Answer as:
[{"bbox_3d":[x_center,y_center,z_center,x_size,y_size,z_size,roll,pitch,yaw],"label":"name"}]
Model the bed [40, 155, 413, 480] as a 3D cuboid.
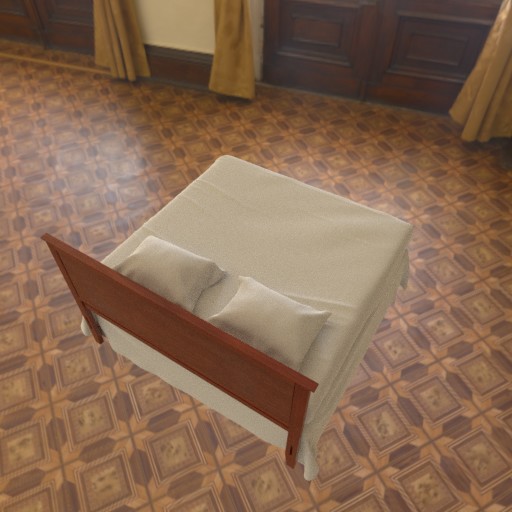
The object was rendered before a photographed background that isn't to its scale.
[{"bbox_3d":[0.000,0.000,3.633,2.314,1.271,2.219,25,52,21],"label":"bed"}]
